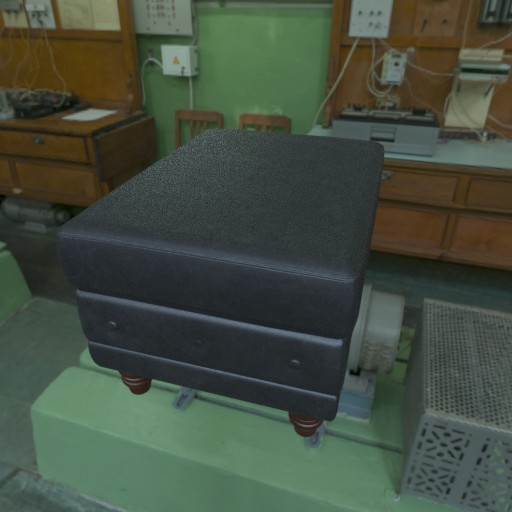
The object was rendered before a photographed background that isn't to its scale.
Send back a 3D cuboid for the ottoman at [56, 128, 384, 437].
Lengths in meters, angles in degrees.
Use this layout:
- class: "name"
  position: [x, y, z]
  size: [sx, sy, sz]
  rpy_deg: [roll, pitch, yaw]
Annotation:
- class: "ottoman"
  position: [0.000, 0.000, 1.198]
  size: [0.590, 0.498, 0.795]
  rpy_deg: [9, 32, 14]
